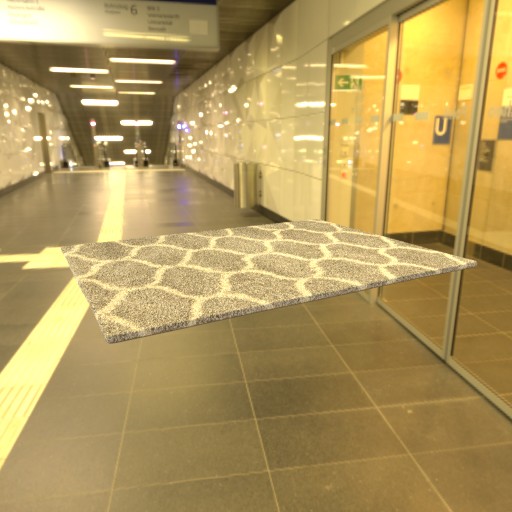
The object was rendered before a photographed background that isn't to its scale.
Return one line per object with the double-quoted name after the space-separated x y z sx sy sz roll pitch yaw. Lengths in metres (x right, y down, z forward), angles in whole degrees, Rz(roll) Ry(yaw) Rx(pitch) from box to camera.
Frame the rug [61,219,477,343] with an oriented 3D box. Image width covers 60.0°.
0.000 0.000 2.104 1.600 0.025 1.200 -8 17 -28 "rug"
